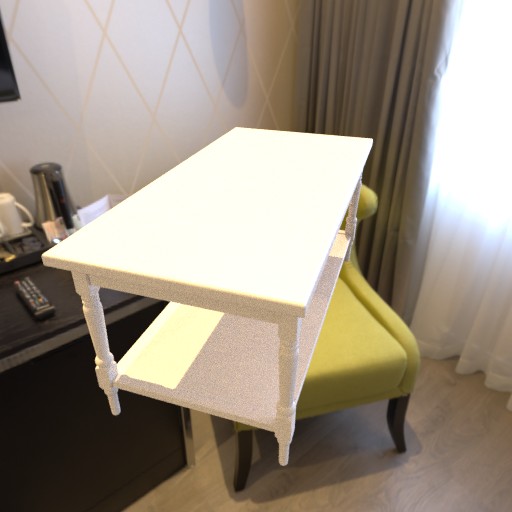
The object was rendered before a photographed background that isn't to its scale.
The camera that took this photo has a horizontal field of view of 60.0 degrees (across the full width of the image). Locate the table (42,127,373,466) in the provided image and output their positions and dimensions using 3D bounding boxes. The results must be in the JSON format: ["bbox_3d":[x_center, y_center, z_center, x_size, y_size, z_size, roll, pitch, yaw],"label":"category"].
[{"bbox_3d":[0.000,0.000,1.405,0.550,0.510,1.107,10,31,16],"label":"table"}]
